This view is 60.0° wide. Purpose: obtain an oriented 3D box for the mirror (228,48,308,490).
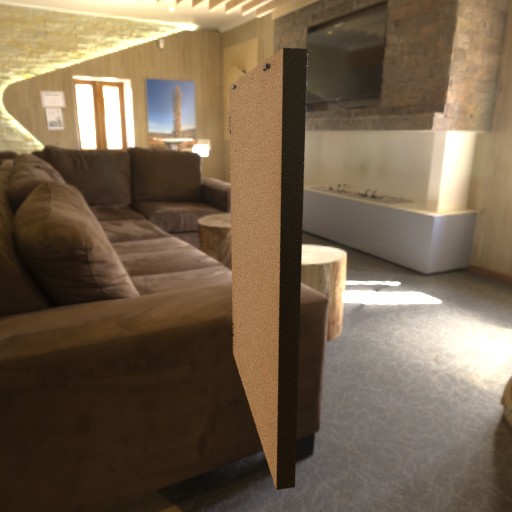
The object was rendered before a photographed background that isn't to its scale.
[{"bbox_3d":[0.000,0.000,0.921,0.039,0.710,0.507,-3,16,-11],"label":"mirror"}]
